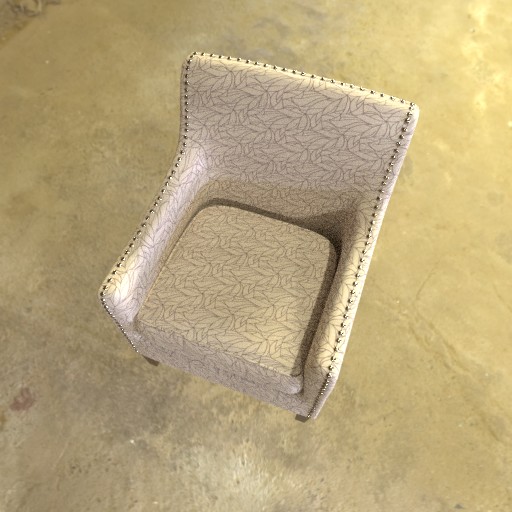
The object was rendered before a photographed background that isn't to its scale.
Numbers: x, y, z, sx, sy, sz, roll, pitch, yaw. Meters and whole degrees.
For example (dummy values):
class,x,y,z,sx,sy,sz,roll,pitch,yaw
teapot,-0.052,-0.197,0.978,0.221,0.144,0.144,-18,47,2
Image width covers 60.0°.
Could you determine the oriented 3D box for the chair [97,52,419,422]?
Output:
class,x,y,z,sx,sy,sz,roll,pitch,yaw
chair,0.000,0.000,1.296,0.623,0.816,0.651,18,60,10
